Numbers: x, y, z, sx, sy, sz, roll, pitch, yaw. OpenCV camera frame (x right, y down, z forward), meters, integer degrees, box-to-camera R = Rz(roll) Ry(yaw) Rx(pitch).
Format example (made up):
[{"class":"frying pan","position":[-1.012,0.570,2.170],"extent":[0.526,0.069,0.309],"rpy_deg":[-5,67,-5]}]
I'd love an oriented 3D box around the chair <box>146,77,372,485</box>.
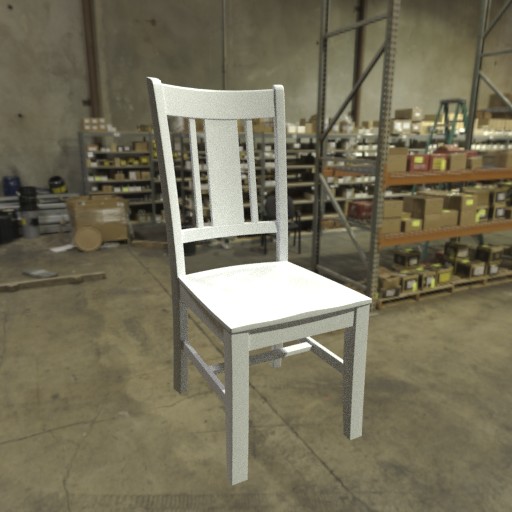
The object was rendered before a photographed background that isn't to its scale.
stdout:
[{"class":"chair","position":[0.000,0.000,1.286],"extent":[0.450,0.998,0.555],"rpy_deg":[-8,17,-26]}]
